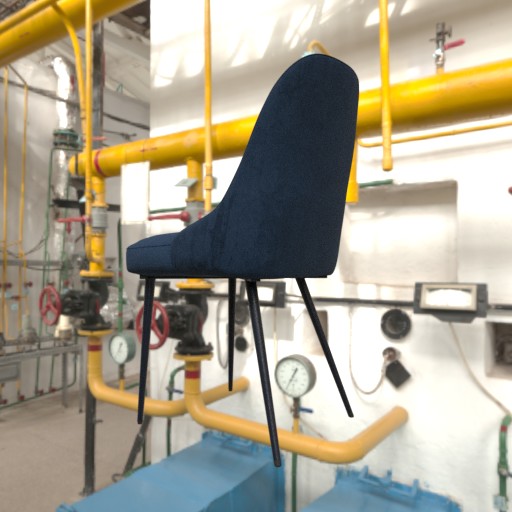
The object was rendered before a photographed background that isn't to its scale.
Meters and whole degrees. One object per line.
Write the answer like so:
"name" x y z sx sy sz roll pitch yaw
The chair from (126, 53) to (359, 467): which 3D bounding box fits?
"chair" 0.000 0.000 1.212 0.559 0.896 0.478 -1 -2 36
